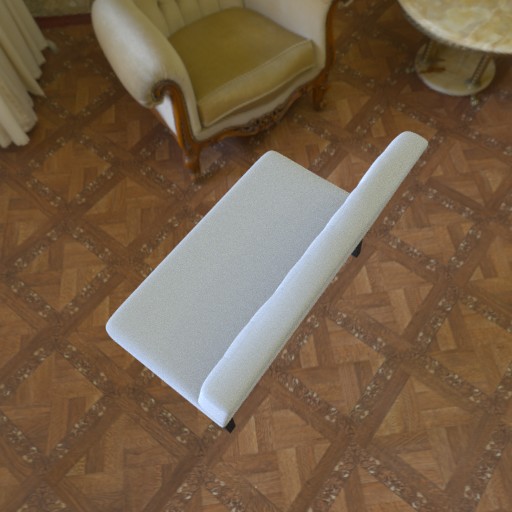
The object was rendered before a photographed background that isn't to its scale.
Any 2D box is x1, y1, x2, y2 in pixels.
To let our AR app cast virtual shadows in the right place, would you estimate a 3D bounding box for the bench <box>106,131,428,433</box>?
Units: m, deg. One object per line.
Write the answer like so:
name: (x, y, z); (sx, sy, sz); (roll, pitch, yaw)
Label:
bench: (0.000, 0.000, 2.057); (0.815, 1.180, 1.335); (33, 67, 16)
